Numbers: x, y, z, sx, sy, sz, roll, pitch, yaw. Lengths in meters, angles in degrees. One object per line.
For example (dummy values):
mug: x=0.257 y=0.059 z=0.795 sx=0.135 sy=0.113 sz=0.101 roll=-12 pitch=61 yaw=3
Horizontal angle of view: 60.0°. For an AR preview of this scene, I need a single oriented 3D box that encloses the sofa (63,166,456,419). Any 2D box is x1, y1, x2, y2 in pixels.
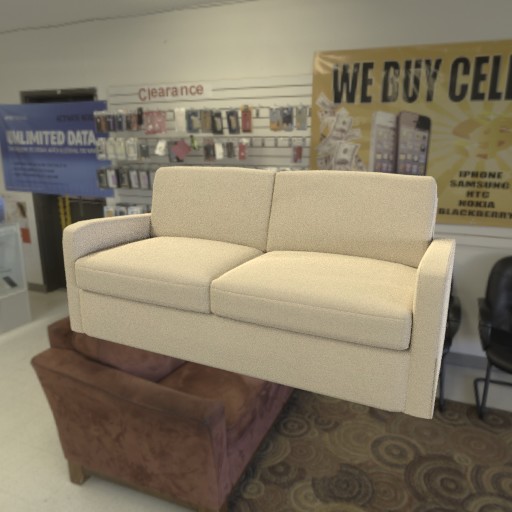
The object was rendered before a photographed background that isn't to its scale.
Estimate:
sofa: x=0.000 y=0.000 z=2.235 sx=1.808 sy=0.831 sz=0.894 roll=7 pitch=16 yaw=25
